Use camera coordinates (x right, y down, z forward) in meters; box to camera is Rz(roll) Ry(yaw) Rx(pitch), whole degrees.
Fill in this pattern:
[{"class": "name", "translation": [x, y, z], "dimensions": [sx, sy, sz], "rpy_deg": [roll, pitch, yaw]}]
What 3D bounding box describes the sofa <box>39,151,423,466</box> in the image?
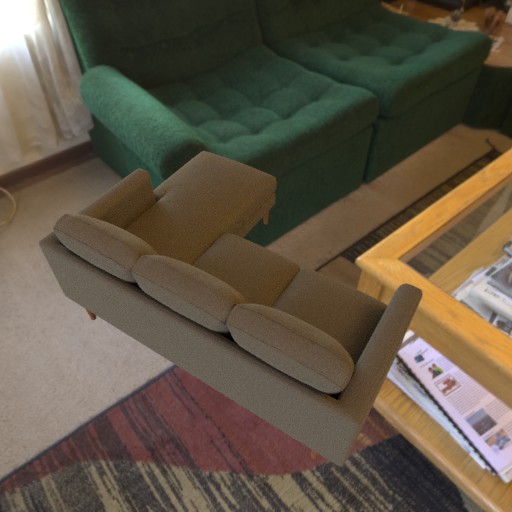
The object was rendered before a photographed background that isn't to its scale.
[{"class": "sofa", "translation": [0.000, 0.000, 2.849], "dimensions": [2.031, 0.897, 1.591], "rpy_deg": [25, 52, 21]}]
